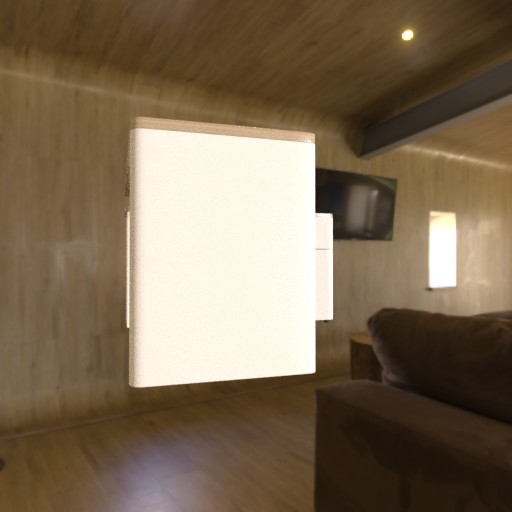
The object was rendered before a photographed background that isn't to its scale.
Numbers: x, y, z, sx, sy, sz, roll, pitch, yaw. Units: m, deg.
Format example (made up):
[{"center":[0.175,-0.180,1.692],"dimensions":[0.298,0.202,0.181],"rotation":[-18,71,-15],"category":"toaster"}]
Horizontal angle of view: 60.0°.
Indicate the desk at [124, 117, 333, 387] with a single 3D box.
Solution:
[{"center":[0.000,0.000,2.085],"dimensions":[1.175,0.770,1.400],"rotation":[0,-1,-17],"category":"desk"}]
